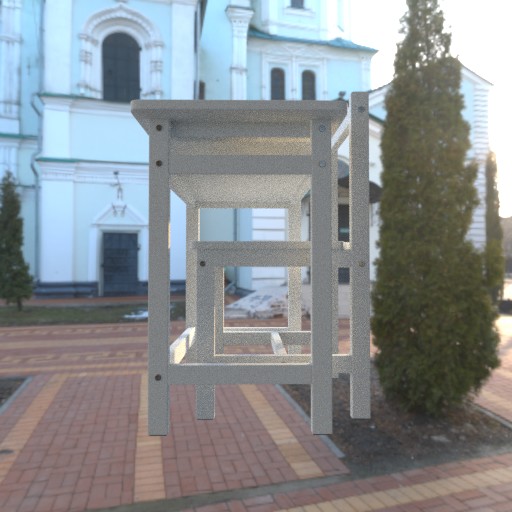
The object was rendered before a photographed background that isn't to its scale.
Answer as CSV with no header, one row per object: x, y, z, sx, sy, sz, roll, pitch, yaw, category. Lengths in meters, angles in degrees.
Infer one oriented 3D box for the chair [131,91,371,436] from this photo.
0.000,0.000,1.076,0.461,0.673,0.599,0,-1,-1,chair
